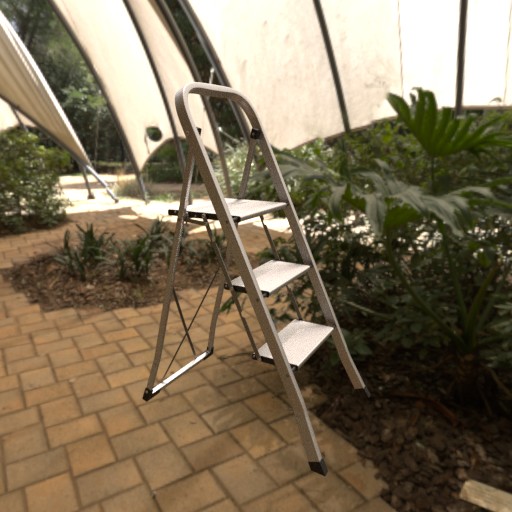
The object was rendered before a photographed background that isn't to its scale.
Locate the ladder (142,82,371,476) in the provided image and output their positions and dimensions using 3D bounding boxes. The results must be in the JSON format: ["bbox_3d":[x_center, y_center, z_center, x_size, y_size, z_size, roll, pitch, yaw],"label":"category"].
[{"bbox_3d":[0.000,0.000,1.456,0.704,1.070,0.465,8,17,28],"label":"ladder"}]
